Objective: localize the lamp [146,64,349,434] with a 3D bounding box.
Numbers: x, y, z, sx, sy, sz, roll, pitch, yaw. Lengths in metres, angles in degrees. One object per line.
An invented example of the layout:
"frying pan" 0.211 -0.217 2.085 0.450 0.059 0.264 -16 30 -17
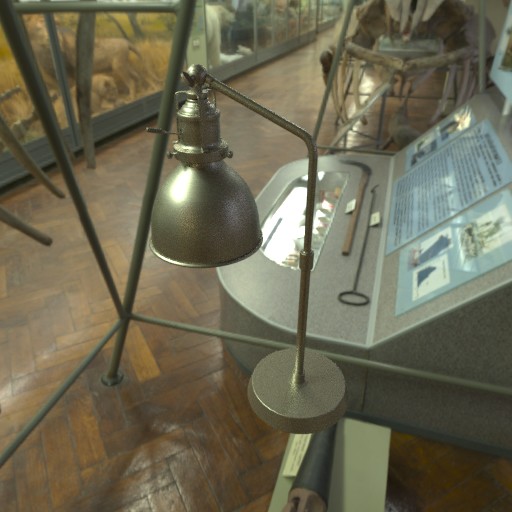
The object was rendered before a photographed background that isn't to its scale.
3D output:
"lamp" 0.000 0.000 0.575 0.286 0.456 0.153 9 32 15
